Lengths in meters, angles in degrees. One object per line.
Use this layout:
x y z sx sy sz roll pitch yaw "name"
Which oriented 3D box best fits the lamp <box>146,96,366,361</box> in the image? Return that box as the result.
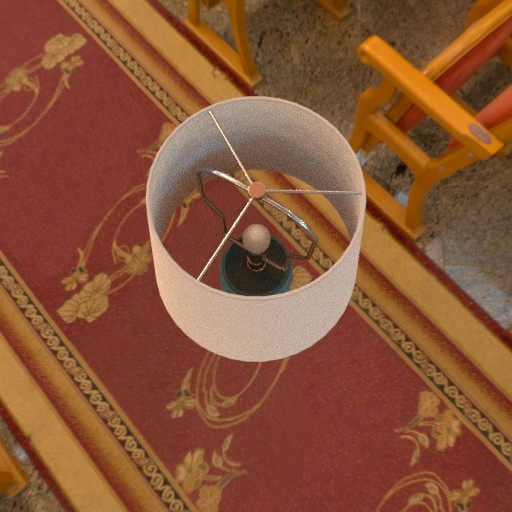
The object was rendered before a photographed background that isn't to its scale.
0.000 0.000 0.549 0.254 0.392 0.254 0 74 0 "lamp"
